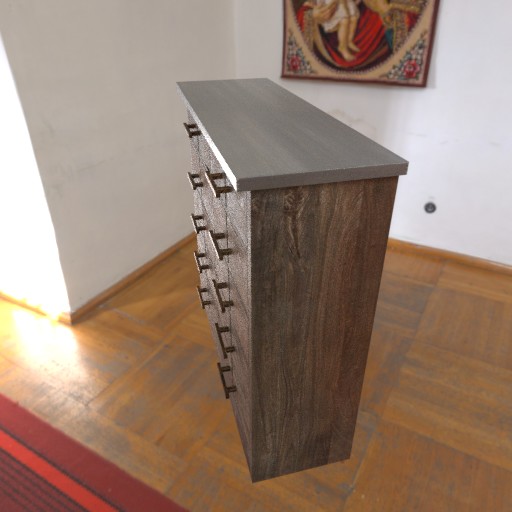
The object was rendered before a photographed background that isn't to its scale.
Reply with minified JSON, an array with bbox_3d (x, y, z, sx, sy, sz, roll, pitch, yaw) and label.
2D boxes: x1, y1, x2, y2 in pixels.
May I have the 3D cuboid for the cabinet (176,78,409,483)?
[{"bbox_3d":[0.000,0.000,1.429,0.338,0.919,0.968,-8,32,-13],"label":"cabinet"}]
